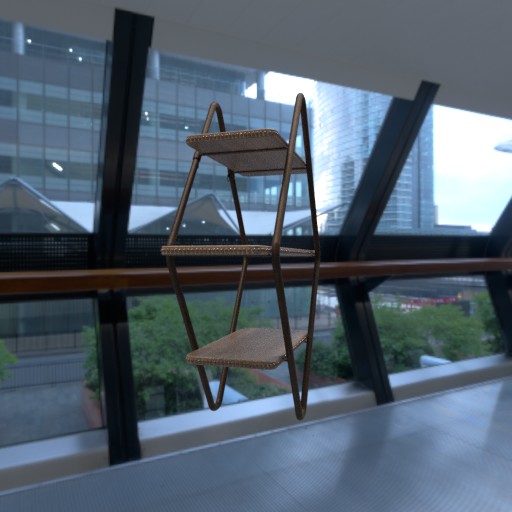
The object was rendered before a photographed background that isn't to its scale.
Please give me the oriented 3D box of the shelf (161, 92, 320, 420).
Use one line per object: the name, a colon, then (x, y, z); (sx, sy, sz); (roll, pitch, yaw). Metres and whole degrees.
shelf: (0.000, 0.000, 1.075); (0.234, 0.774, 0.609); (0, 0, 17)
